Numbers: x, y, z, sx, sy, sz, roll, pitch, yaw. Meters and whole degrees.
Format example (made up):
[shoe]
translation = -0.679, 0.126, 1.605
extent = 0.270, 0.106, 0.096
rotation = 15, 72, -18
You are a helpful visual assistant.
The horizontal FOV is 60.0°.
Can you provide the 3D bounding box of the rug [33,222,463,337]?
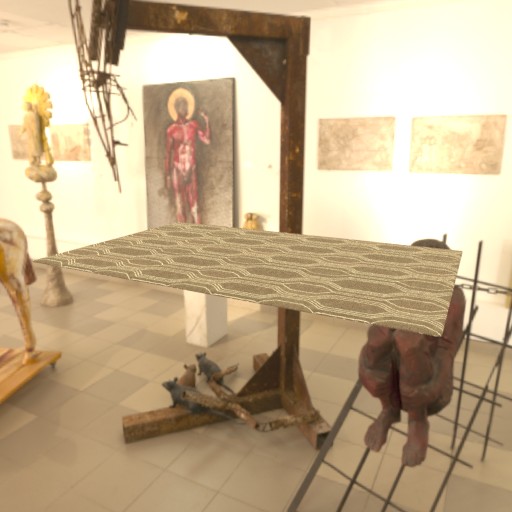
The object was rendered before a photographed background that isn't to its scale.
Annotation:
[rug]
translation = 0.000, 0.000, 2.975
extent = 2.457, 0.012, 1.541
rotation = 7, 17, 26
